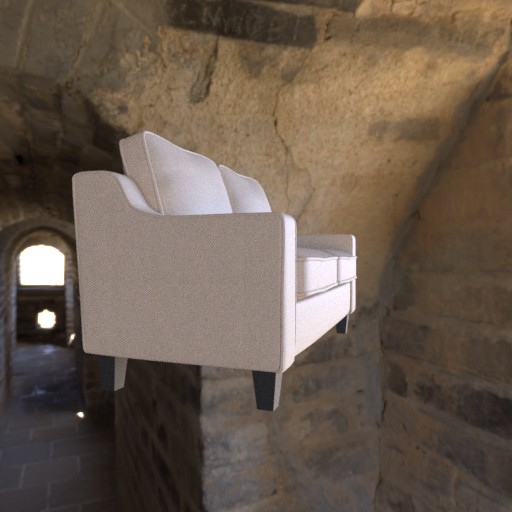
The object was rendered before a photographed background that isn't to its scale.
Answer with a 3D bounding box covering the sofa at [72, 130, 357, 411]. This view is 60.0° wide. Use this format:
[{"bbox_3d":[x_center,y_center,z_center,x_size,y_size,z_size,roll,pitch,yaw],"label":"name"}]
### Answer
[{"bbox_3d":[0.000,0.000,3.556,1.351,1.562,2.587,0,0,20],"label":"sofa"}]
